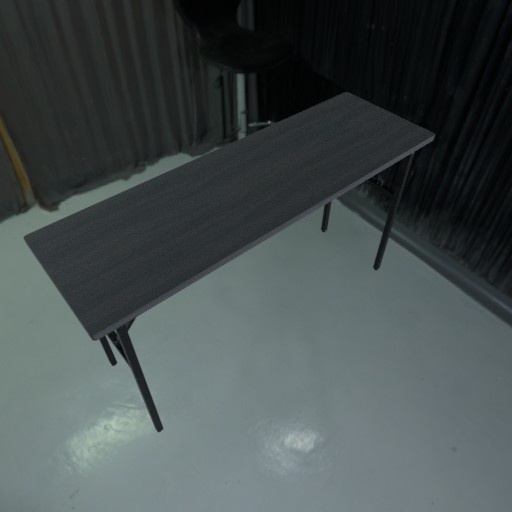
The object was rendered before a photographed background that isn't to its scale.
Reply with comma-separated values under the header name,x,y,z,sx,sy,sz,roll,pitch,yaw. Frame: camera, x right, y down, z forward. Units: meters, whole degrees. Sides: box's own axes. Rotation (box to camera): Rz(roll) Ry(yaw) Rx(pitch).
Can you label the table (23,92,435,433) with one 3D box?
name,x,y,z,sx,sy,sz,roll,pitch,yaw
table,0.000,0.000,1.752,1.399,0.750,0.449,-31,54,-26
